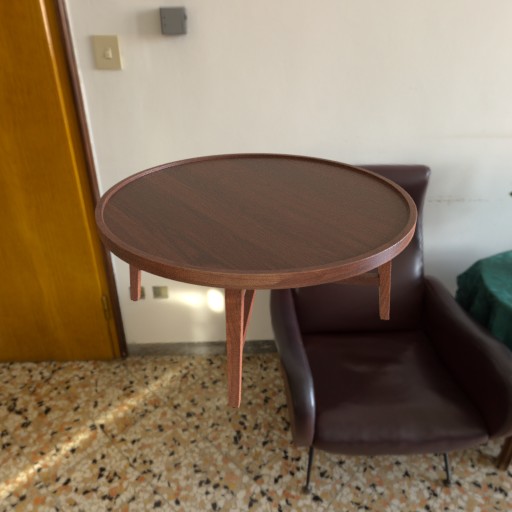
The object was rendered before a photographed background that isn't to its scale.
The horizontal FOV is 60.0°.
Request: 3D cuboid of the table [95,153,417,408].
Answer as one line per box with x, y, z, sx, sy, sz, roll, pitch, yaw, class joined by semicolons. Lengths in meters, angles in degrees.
0.000;0.000;1.241;0.800;0.360;0.800;0;29;0;table
